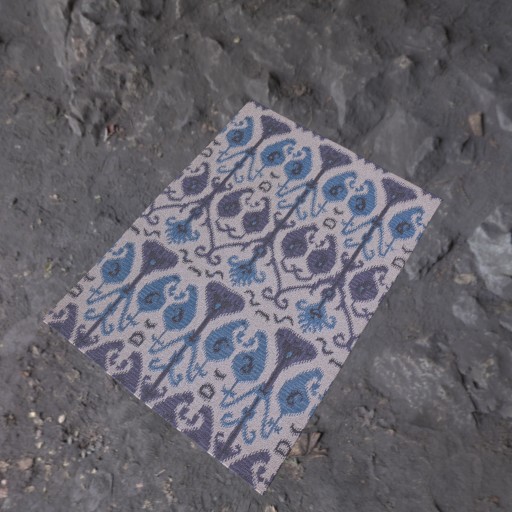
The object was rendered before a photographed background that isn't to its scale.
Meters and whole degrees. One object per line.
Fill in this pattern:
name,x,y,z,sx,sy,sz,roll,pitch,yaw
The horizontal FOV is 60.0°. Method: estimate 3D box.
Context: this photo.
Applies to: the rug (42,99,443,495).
rug,0.000,0.000,2.940,1.676,0.013,2.261,32,68,15
